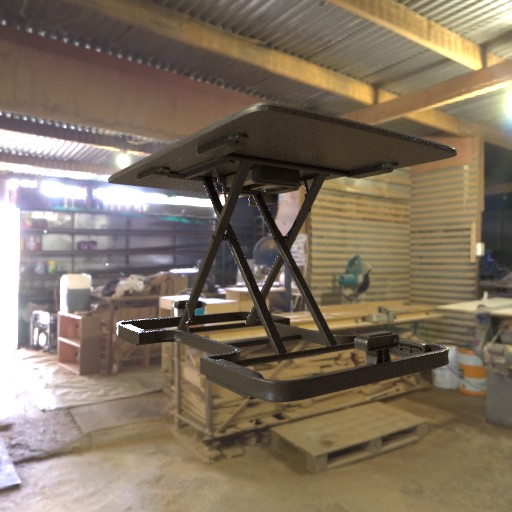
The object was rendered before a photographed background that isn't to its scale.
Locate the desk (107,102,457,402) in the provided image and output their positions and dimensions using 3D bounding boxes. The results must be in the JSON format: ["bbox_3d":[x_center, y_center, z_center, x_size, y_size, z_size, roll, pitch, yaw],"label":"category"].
[{"bbox_3d":[0.000,0.000,1.144,0.546,0.470,0.820,0,0,-35],"label":"desk"}]
